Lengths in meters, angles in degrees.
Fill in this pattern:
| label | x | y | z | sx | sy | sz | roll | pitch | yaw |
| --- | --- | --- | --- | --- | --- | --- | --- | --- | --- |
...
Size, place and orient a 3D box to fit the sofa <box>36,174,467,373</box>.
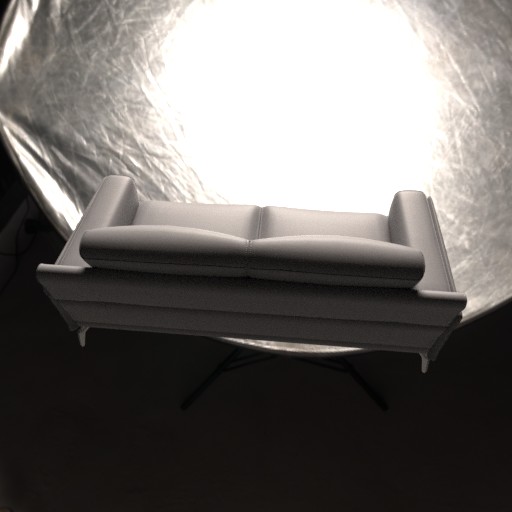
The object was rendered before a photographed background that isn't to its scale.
| label | x | y | z | sx | sy | sz | roll | pitch | yaw |
| --- | --- | --- | --- | --- | --- | --- | --- | --- | --- |
| sofa | 0.000 | 0.000 | 2.544 | 2.100 | 0.900 | 0.969 | 4 | 46 | 3 |
